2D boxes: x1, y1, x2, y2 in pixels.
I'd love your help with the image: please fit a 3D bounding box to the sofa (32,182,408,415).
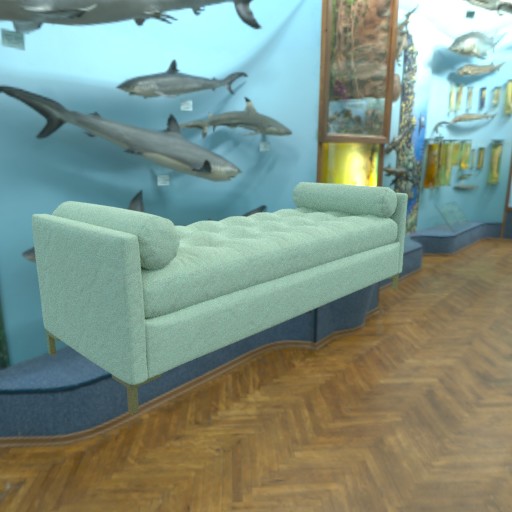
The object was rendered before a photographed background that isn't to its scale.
[{"bbox_3d":[0.000,0.000,2.484,0.796,0.705,2.102,12,18,42],"label":"sofa"}]
